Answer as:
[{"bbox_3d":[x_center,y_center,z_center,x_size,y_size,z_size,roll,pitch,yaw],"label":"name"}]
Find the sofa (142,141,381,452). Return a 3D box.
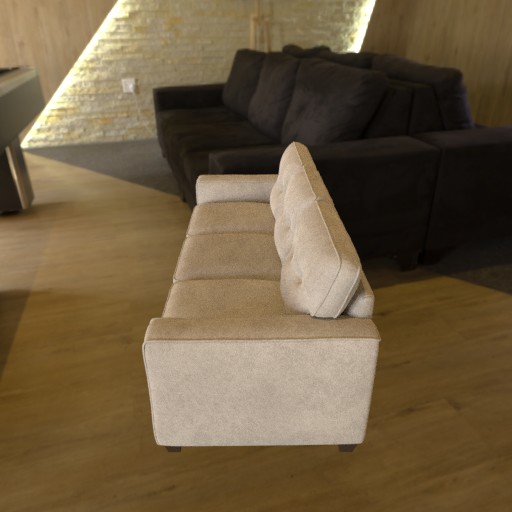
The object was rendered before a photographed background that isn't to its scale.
[{"bbox_3d":[0.000,0.000,2.688,0.939,0.965,2.133,0,27,-1],"label":"sofa"}]
